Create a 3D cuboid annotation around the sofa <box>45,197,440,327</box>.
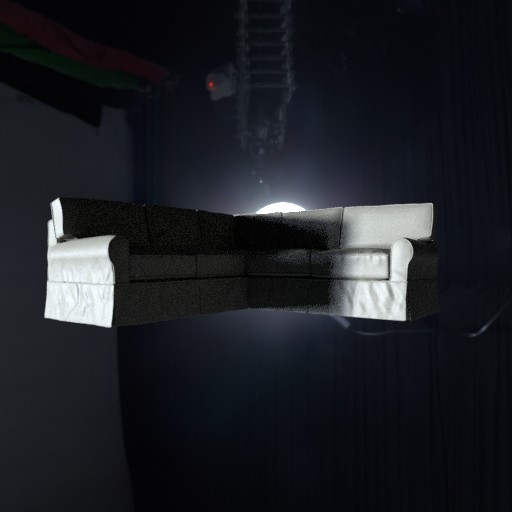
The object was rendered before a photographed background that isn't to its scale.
[{"bbox_3d":[0.000,0.000,4.061,2.623,1.081,2.618,0,-1,36],"label":"sofa"}]
